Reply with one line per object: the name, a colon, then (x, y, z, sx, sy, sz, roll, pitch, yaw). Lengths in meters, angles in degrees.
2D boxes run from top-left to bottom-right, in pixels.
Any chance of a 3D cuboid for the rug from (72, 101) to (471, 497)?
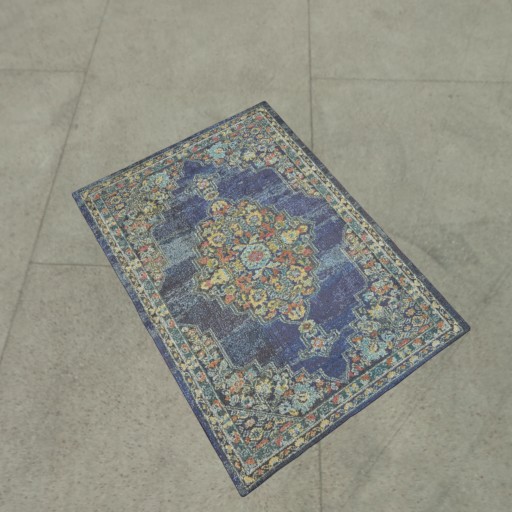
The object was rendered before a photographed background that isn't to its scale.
rug: (0.000, 0.000, 2.865, 1.630, 0.009, 2.232, -30, 67, -14)
